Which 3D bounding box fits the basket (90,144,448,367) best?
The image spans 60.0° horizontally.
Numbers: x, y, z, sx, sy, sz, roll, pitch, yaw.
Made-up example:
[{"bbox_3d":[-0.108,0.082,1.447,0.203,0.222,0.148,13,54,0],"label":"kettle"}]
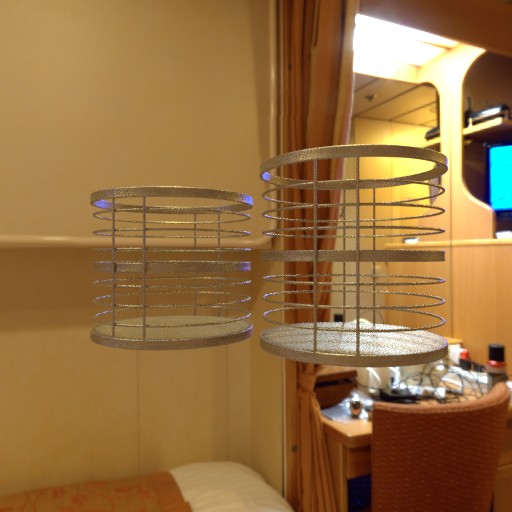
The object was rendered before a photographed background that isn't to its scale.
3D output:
[{"bbox_3d":[0.000,0.000,0.936,0.746,0.351,0.356,0,0,19],"label":"basket"}]
